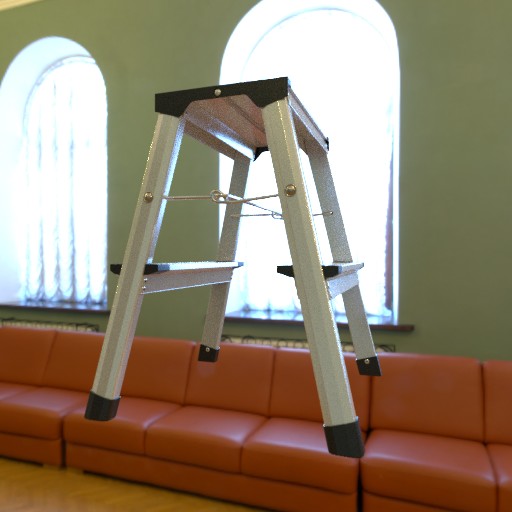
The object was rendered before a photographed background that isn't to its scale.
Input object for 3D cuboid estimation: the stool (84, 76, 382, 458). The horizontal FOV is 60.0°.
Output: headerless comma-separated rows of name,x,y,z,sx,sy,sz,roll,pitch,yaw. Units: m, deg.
stool,0.000,0.000,0.778,0.405,0.480,0.404,0,0,19
